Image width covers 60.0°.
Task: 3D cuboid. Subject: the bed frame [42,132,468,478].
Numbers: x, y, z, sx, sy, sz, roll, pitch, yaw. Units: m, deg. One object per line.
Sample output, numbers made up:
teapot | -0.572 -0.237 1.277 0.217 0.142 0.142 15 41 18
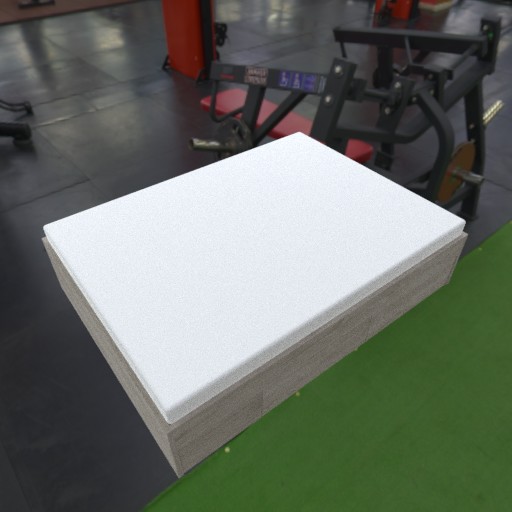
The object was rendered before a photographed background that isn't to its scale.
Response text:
bed frame | 0.000 0.000 2.615 1.944 0.490 1.448 -27 48 -27
